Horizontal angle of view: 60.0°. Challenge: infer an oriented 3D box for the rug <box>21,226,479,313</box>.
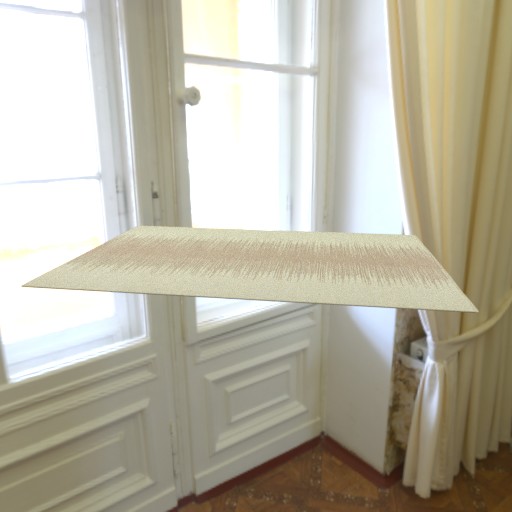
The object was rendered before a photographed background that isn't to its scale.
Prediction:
[{"bbox_3d":[0.000,0.000,2.340,1.850,0.006,1.234,2,16,8],"label":"rug"}]
